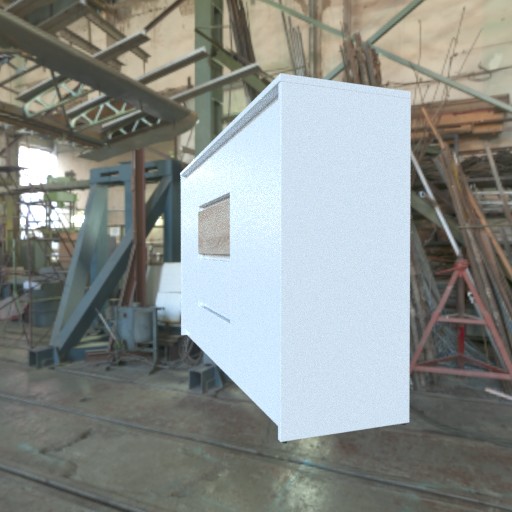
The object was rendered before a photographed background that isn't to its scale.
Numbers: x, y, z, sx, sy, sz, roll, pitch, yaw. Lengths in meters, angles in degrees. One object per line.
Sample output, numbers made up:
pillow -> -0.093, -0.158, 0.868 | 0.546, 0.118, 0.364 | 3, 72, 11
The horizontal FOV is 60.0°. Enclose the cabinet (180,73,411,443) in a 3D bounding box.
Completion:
cabinet -> 0.000, 0.000, 1.820 | 0.380, 0.900, 1.450 | 0, 1, -19
